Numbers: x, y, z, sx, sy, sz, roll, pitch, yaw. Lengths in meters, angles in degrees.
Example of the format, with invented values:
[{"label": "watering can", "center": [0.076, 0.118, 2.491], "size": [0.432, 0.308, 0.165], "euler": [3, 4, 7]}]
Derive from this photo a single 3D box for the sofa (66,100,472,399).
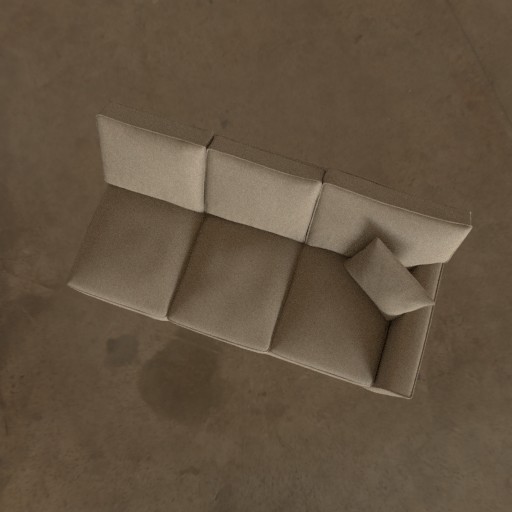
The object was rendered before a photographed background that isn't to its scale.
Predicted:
[{"label": "sofa", "center": [0.000, 0.000, 2.536], "size": [1.963, 0.946, 1.034], "euler": [18, 77, 4]}]
